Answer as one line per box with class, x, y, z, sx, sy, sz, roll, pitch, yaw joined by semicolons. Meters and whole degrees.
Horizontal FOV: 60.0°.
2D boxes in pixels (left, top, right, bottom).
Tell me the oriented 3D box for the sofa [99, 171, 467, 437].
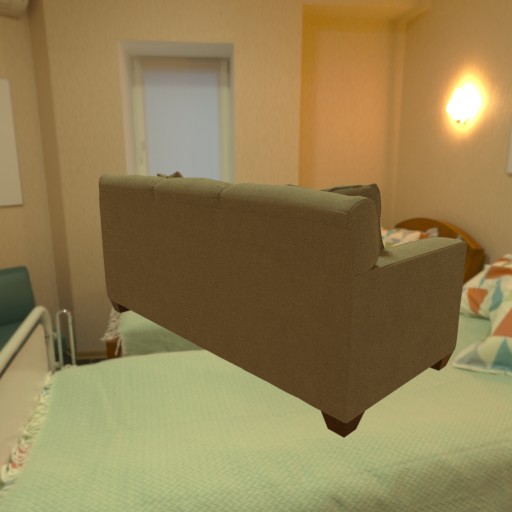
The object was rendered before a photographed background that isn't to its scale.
sofa;0.000;0.000;2.574;0.997;0.958;2.024;-12;17;-42
